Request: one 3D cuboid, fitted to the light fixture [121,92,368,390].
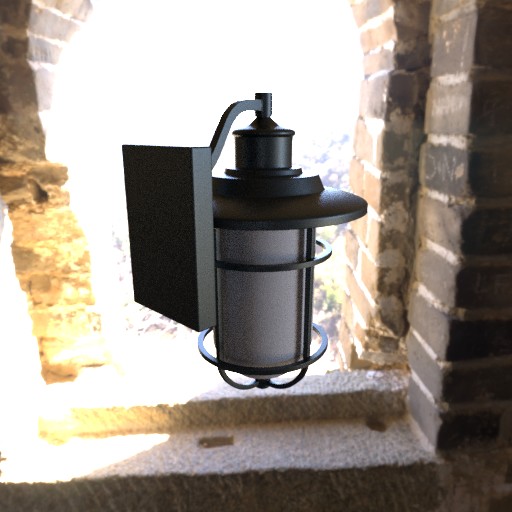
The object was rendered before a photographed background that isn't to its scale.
[{"bbox_3d":[0.000,0.000,0.495,0.222,0.345,0.252,15,22,42],"label":"light fixture"}]
